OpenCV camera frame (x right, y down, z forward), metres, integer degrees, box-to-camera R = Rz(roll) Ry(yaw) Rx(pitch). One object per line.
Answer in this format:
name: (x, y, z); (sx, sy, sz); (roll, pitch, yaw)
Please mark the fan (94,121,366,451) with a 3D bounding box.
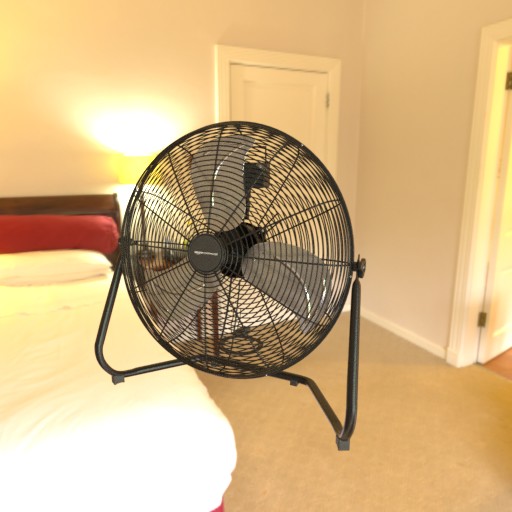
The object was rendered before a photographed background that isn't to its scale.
fan: (0.000, 0.000, 0.955); (0.555, 0.546, 0.424); (6, 14, 25)
